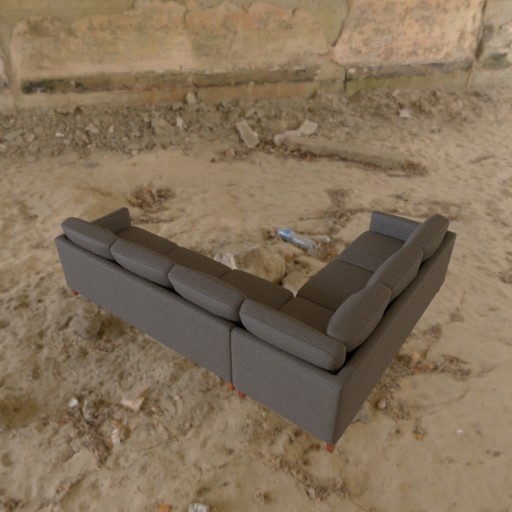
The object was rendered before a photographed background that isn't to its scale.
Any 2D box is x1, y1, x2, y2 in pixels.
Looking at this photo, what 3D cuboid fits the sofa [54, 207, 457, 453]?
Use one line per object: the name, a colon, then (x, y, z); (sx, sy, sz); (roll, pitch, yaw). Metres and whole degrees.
sofa: (0.000, 0.000, 4.645); (3.302, 0.947, 2.593); (22, 38, 30)
